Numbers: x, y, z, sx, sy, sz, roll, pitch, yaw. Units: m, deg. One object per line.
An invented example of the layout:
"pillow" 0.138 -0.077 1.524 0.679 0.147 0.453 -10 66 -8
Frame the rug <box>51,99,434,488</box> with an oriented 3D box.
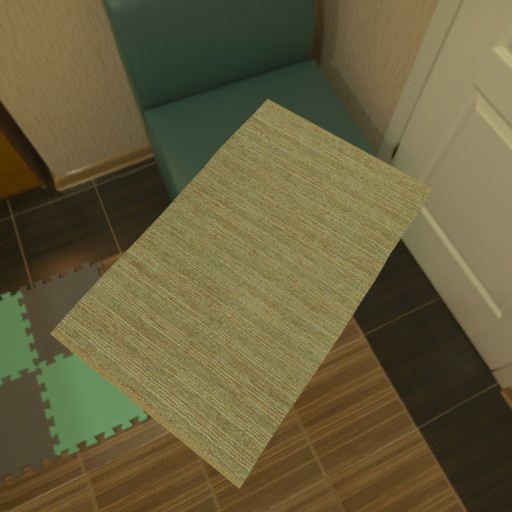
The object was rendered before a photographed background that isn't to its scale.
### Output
"rug" 0.000 0.000 3.094 1.540 0.012 2.448 33 70 14
